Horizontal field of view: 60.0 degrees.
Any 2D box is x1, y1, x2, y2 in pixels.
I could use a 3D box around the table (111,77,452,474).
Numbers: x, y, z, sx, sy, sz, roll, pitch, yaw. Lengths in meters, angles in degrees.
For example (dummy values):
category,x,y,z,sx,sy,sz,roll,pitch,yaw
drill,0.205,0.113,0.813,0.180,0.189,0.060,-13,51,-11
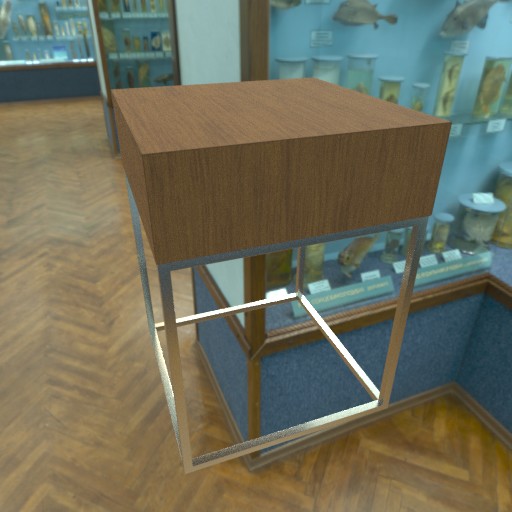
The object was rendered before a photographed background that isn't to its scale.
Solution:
category,x,y,z,sx,sy,sz,roll,pitch,yaw
table,0.000,0.000,0.814,0.398,0.540,0.397,-11,32,-17
